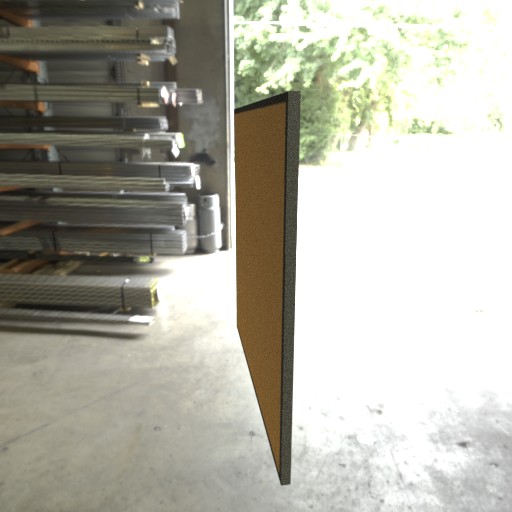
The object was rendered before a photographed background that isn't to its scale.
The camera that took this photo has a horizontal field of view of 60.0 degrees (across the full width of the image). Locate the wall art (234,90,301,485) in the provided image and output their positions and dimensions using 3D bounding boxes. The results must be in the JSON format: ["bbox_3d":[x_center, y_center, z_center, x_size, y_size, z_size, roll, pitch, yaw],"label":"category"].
[{"bbox_3d":[0.000,0.000,1.230,0.022,0.803,0.805,-3,16,-9],"label":"wall art"}]
